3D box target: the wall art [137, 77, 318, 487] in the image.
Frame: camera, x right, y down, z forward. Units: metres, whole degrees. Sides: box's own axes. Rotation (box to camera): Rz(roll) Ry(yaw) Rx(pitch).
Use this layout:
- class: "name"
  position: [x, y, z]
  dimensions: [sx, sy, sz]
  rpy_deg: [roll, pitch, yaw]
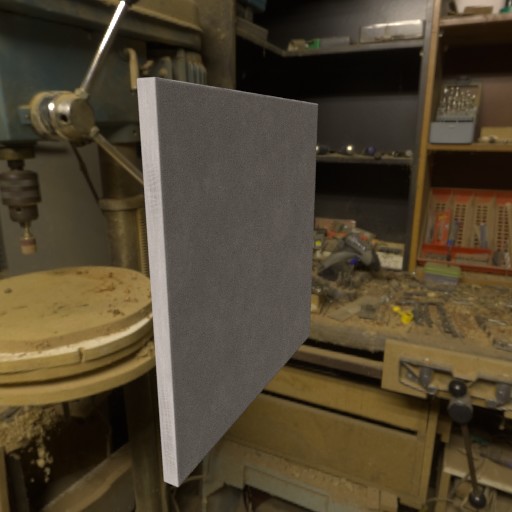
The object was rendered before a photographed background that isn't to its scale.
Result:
- class: "wall art"
  position: [0.000, 0.000, 0.443]
  dimensions: [0.015, 0.303, 0.303]
  rpy_deg: [8, 17, 25]
